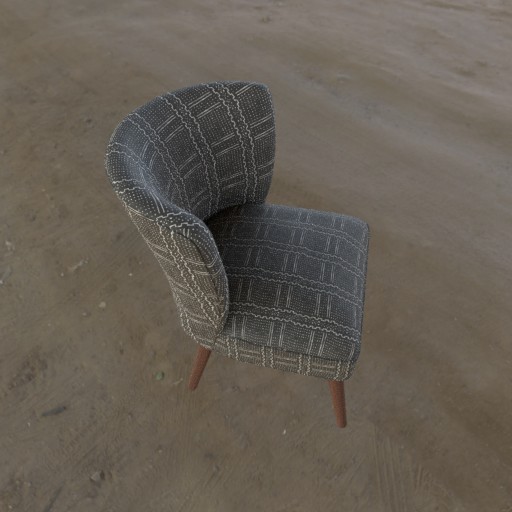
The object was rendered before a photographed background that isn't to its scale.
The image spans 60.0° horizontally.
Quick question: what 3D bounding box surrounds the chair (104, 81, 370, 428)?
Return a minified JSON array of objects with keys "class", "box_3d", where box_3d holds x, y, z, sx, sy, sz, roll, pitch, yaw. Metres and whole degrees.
[{"class":"chair","box_3d":[0.000,0.000,1.424,0.758,0.866,0.710,9,48,9]}]
